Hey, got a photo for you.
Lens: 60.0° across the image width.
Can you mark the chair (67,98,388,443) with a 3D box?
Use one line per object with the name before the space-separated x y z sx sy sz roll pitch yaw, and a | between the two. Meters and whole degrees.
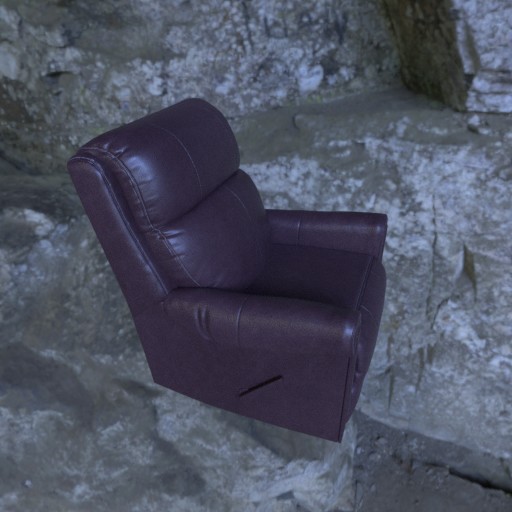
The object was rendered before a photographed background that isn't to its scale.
chair | 0.000 0.000 1.749 1.014 1.054 0.838 11 32 18
